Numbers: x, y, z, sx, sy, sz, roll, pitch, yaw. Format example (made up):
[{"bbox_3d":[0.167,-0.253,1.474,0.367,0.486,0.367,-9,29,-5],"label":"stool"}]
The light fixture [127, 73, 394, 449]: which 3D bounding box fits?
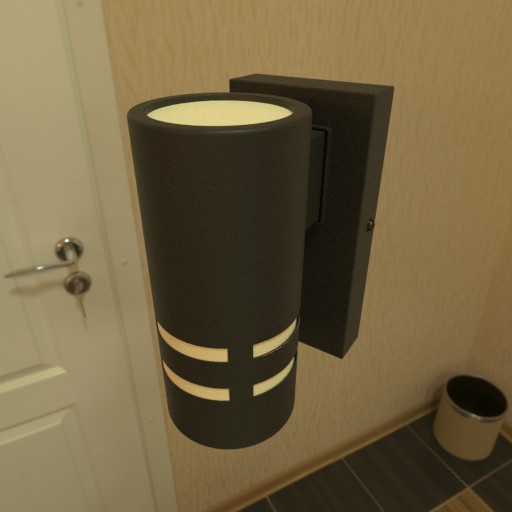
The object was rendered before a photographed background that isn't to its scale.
[{"bbox_3d":[0.000,0.000,0.261,0.098,0.179,0.138,18,34,28],"label":"light fixture"}]
